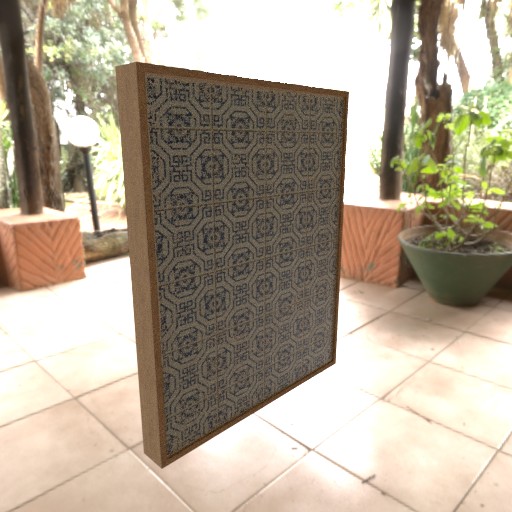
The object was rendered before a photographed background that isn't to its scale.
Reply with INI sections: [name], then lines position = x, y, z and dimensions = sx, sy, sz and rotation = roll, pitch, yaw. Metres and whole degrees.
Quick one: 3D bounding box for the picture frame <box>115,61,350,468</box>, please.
[picture frame]
position = 0.000, 0.000, 0.712
dimensions = 0.046, 0.526, 0.421
rotation = 14, 20, 43
